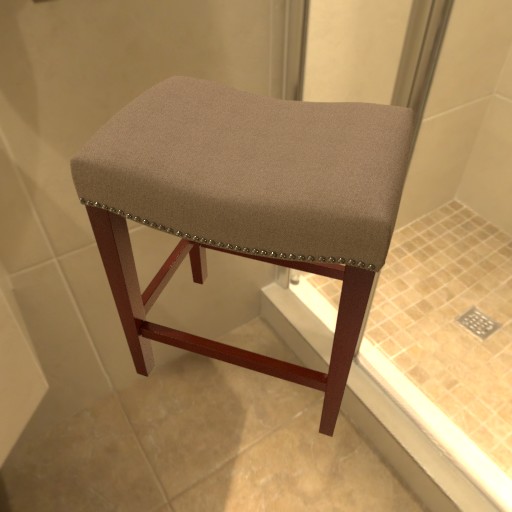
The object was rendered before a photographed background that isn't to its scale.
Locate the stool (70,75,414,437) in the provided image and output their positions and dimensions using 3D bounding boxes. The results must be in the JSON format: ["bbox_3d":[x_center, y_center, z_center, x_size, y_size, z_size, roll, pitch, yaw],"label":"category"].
[{"bbox_3d":[0.000,0.000,0.951,0.509,0.632,0.375,13,45,14],"label":"stool"}]
